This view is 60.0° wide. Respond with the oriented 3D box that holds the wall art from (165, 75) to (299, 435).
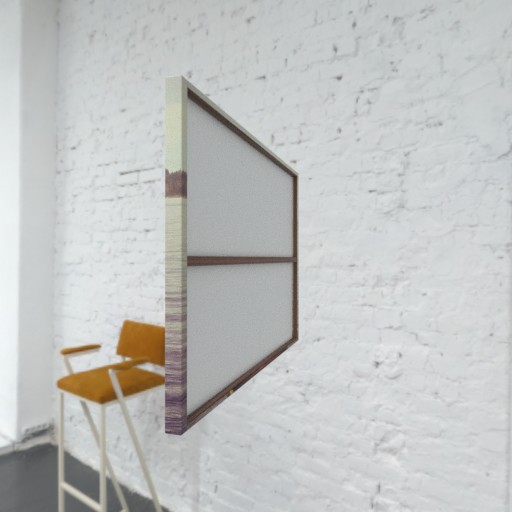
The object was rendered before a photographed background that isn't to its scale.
[{"bbox_3d":[0.000,0.000,1.489,0.040,0.765,1.149,0,0,18],"label":"wall art"}]
